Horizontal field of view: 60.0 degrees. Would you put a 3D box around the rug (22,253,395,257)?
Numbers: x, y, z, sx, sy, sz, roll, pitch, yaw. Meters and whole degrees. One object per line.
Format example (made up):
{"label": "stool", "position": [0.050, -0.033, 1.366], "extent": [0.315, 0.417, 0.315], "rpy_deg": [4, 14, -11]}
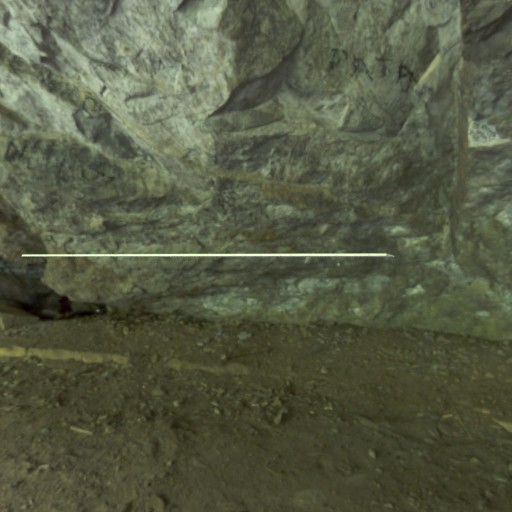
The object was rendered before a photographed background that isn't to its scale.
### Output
{"label": "rug", "position": [0.000, 0.000, 3.523], "extent": [2.073, 0.011, 2.584], "rpy_deg": [0, 0, 18]}
